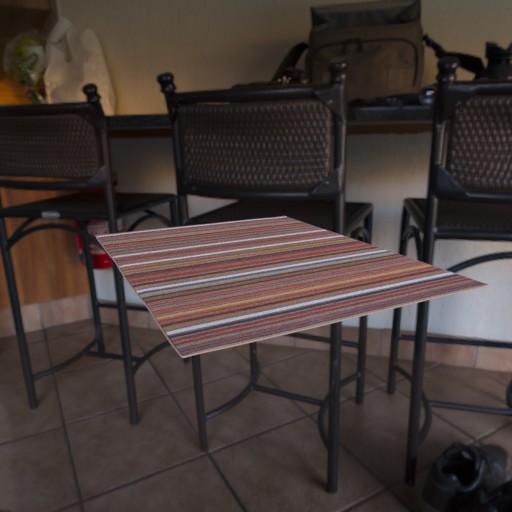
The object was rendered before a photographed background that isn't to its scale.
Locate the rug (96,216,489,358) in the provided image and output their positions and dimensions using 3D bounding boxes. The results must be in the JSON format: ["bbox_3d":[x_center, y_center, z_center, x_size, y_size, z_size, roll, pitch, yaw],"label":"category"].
[{"bbox_3d":[0.000,0.000,4.187,2.479,0.023,3.092,-8,18,-26],"label":"rug"}]
